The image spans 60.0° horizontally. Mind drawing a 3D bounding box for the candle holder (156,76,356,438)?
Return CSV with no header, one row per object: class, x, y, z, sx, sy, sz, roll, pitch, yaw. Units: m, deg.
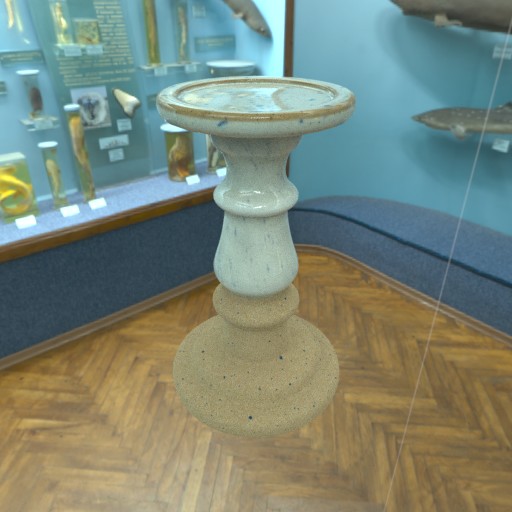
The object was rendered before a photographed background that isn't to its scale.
candle holder,0.000,0.000,0.284,0.123,0.202,0.123,0,31,0
